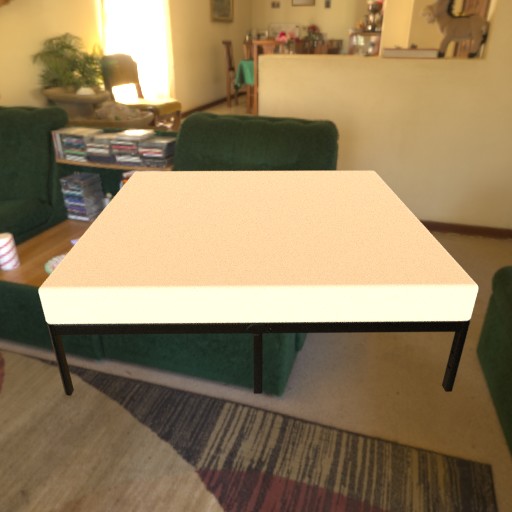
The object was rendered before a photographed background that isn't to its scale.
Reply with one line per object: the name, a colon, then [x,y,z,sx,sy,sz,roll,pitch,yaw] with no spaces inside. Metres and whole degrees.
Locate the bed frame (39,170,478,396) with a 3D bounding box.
bed frame: [0.000,0.000,3.071,2.079,0.659,1.963,0,27,-1]
